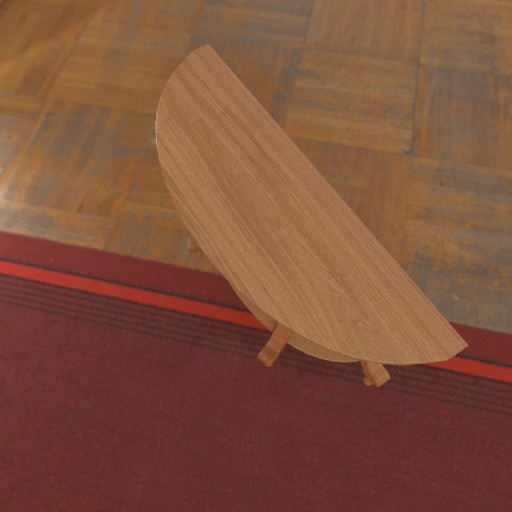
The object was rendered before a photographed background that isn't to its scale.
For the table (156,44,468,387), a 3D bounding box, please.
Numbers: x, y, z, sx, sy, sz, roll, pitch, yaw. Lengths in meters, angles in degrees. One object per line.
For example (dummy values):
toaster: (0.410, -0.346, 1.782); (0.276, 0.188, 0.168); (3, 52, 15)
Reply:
table: (0.000, 0.000, 1.505); (0.394, 0.692, 1.198); (-30, 68, -14)
